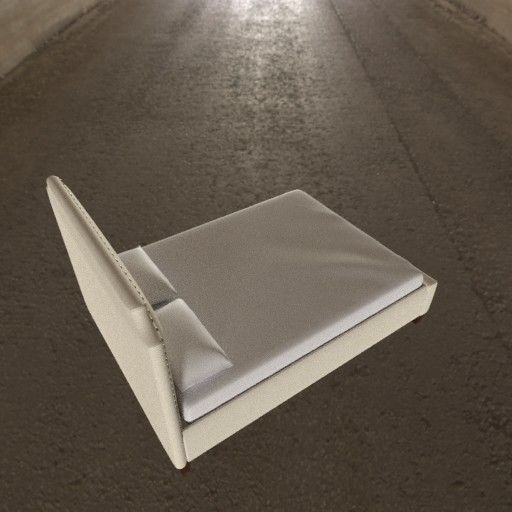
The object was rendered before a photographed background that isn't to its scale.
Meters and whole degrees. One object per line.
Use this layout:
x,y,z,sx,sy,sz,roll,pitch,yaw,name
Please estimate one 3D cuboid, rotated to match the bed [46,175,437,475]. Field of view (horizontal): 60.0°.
0.000,0.000,3.363,2.372,1.443,1.712,-24,45,-26,bed
